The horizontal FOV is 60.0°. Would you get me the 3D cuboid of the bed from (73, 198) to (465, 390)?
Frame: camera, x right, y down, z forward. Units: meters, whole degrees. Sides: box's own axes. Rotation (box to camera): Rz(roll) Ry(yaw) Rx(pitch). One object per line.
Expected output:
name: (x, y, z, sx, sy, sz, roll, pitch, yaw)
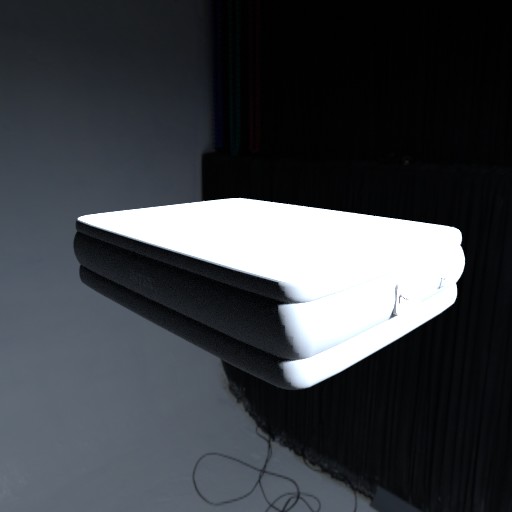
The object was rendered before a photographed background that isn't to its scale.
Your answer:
bed: (0.000, 0.000, 2.697, 1.520, 0.460, 2.036, -14, 20, -42)
